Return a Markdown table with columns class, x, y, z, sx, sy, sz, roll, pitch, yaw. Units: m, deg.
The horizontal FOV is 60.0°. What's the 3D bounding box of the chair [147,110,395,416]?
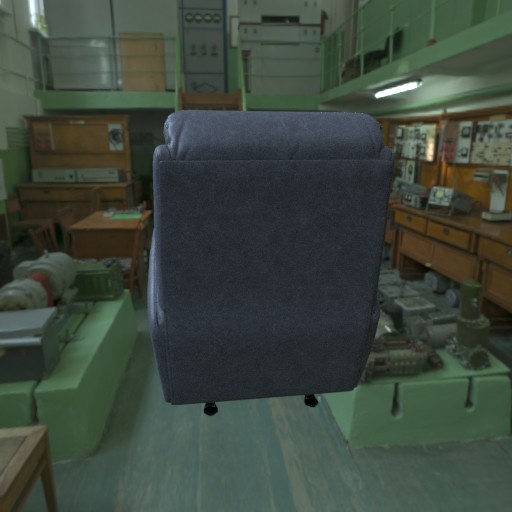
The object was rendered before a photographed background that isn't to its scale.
| class | x | y | z | sx | sy | sz | roll | pitch | yaw |
| --- | --- | --- | --- | --- | --- | --- | --- | --- | --- |
| chair | 0.000 | 0.000 | 1.793 | 0.865 | 1.067 | 1.067 | -2 | 14 | -8 |
